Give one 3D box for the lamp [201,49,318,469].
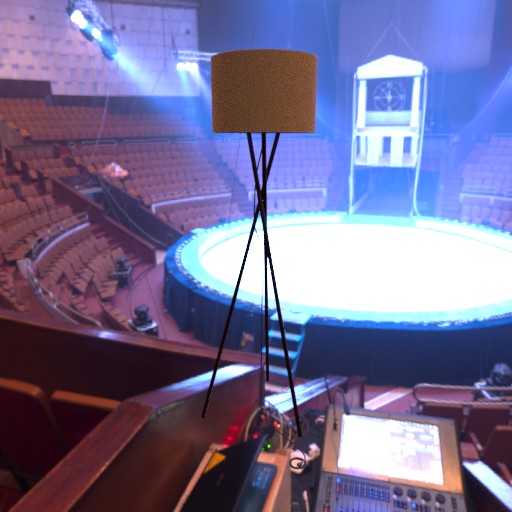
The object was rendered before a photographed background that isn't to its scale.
[{"bbox_3d":[0.000,0.000,1.962,0.522,1.624,0.667,2,15,9],"label":"lamp"}]
